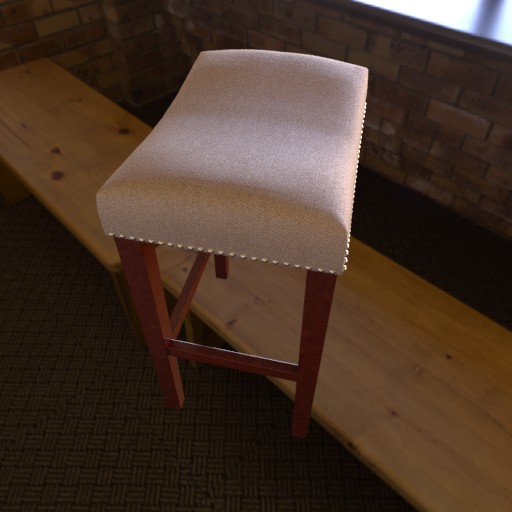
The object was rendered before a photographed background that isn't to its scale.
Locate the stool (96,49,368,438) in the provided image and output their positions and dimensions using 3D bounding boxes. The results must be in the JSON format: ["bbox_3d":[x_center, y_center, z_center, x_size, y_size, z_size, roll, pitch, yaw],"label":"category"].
[{"bbox_3d":[0.000,0.000,1.012,0.372,0.742,0.504,10,48,9],"label":"stool"}]
